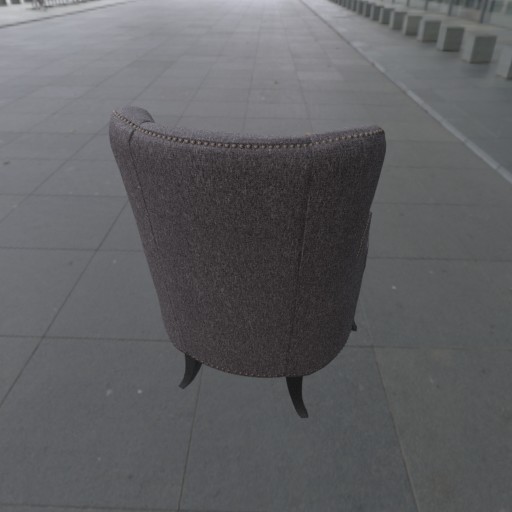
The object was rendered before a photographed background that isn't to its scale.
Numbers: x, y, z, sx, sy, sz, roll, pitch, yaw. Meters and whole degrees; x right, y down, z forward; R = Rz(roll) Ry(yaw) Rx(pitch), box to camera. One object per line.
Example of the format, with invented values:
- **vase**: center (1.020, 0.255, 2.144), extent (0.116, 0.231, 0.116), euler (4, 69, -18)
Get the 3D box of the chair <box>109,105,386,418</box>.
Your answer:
- **chair**: center (0.000, 0.000, 1.550), extent (0.759, 1.060, 0.758), euler (9, 34, 14)
